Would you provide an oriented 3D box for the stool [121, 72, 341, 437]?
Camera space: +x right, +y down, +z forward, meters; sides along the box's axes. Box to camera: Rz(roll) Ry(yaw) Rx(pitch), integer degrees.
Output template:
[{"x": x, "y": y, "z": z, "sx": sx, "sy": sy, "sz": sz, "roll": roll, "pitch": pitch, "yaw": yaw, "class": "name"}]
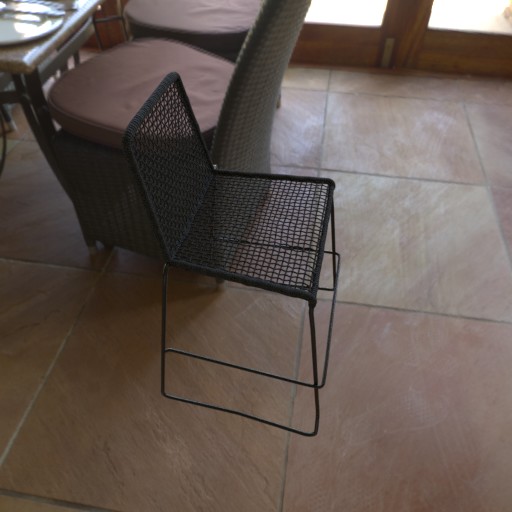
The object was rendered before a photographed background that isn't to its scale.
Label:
[{"x": 0.000, "y": 0.000, "z": 1.251, "sx": 0.509, "sy": 0.905, "sz": 0.590, "roll": 9, "pitch": 48, "yaw": 8, "class": "stool"}]
